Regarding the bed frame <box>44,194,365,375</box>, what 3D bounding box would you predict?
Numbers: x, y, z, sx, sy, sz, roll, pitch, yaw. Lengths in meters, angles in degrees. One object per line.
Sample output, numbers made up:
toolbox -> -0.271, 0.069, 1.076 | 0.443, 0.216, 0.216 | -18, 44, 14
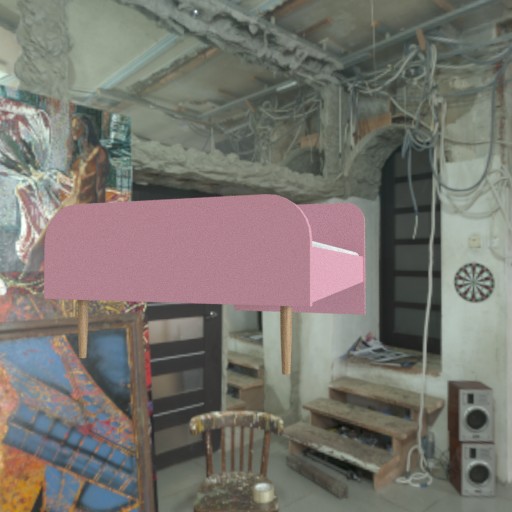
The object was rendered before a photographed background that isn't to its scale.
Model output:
bed frame -> 0.000, 0.000, 2.415 | 0.998, 0.805, 1.963 | 0, -1, 18
